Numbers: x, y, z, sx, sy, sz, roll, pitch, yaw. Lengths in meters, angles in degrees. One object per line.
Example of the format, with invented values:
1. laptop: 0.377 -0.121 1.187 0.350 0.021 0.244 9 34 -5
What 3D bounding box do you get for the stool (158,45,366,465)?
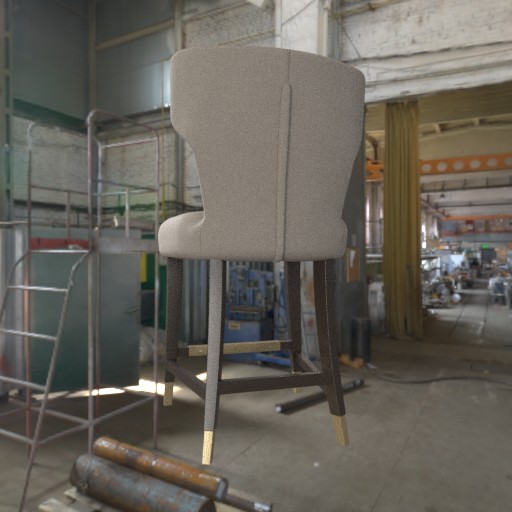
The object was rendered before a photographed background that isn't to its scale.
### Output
1. stool: 0.000 0.000 1.289 0.527 0.982 0.563 0 0 -17
